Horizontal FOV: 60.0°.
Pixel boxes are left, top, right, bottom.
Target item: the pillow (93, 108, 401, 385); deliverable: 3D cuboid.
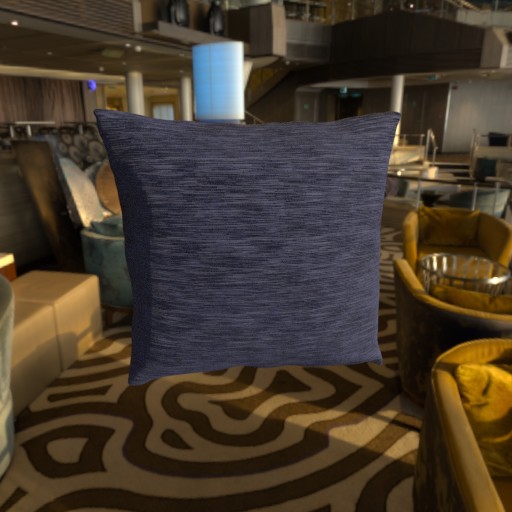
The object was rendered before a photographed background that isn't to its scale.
[{"bbox_3d":[0.000,0.000,0.697,0.452,0.439,0.204,-2,17,-6],"label":"pillow"}]
